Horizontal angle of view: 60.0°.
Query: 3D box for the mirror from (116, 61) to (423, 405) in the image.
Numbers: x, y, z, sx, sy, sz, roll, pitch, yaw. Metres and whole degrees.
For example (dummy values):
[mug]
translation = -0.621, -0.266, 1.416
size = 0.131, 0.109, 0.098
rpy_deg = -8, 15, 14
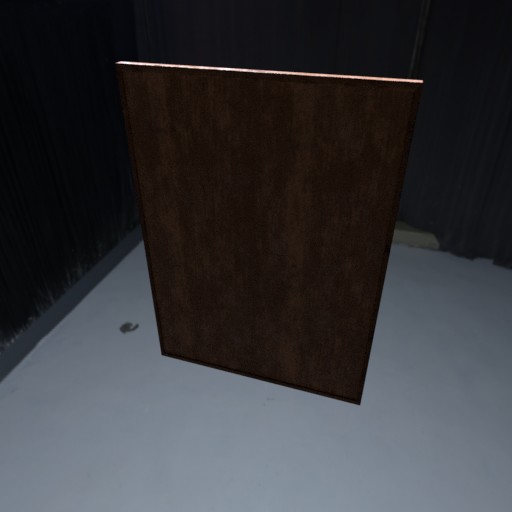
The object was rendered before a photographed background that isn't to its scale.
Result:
[mirror]
translation = 0.000, 0.000, 1.403
size = 0.796, 1.099, 0.028
rpy_deg = 10, 34, 15
